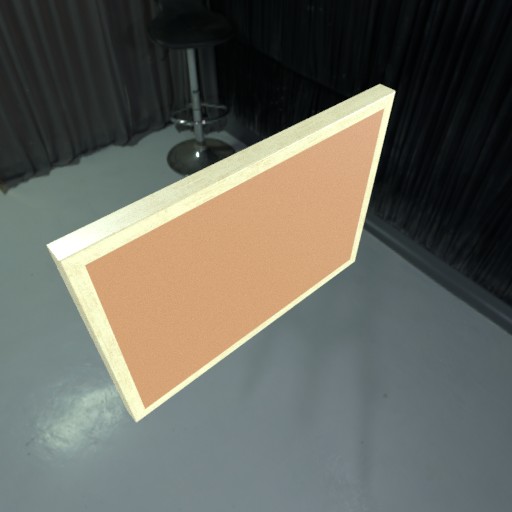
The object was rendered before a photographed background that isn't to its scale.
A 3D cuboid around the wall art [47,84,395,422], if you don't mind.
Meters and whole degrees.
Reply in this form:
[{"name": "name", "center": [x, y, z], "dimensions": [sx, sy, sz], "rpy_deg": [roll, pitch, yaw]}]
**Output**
[{"name": "wall art", "center": [0.000, 0.000, 0.696], "dimensions": [0.533, 0.381, 0.032], "rpy_deg": [-32, 55, -27]}]
